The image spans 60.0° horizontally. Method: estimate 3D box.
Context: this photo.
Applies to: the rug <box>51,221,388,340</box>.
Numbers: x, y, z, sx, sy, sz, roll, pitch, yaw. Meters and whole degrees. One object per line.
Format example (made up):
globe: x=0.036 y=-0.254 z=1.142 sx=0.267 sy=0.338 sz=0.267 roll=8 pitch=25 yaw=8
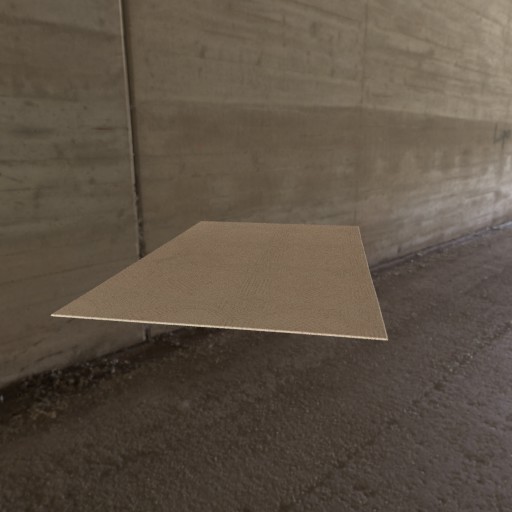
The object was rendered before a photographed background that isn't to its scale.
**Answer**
rug: x=0.000 y=0.000 z=3.105 sx=1.524 sy=0.008 sz=2.440 roll=3 pitch=15 yaw=9
